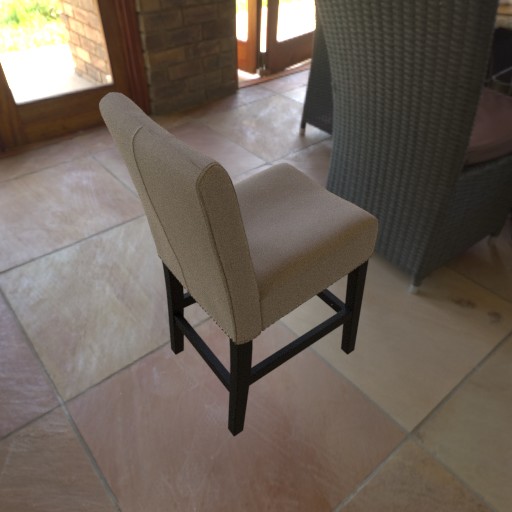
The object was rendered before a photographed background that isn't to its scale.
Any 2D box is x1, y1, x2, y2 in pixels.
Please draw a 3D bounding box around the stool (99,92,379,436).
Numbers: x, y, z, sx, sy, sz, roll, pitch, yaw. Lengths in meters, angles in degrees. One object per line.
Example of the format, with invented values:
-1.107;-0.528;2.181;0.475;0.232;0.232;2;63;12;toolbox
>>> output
0.000;0.000;1.215;0.571;0.885;0.427;-25;46;-27;stool
